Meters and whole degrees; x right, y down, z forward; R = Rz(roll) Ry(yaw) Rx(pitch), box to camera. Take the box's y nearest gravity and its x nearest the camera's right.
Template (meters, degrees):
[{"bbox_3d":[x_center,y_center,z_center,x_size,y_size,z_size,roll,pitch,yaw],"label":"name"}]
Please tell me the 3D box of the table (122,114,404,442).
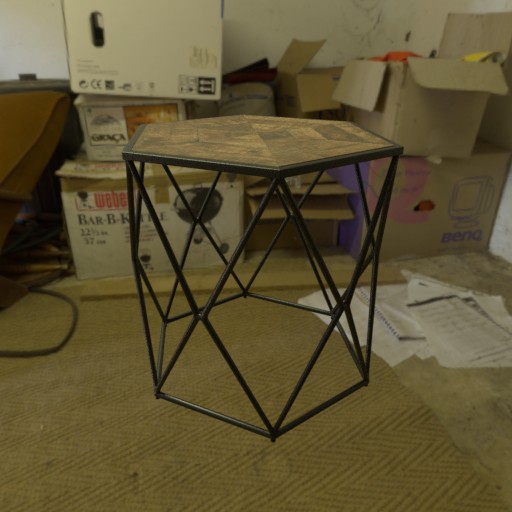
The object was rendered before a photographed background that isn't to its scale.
[{"bbox_3d":[0.000,0.000,1.044,0.578,0.564,0.579,-17,30,-32],"label":"table"}]
